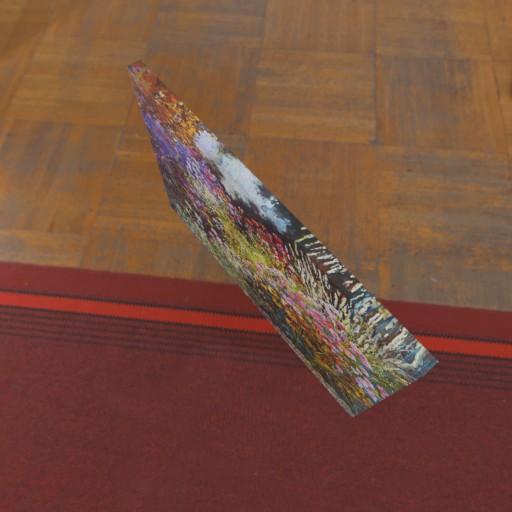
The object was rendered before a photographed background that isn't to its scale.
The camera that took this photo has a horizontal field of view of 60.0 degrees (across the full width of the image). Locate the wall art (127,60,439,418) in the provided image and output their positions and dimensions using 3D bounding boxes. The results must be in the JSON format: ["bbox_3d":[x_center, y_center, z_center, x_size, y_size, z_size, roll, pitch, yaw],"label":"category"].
[{"bbox_3d":[0.000,0.000,1.149,0.037,0.604,0.908,-36,69,-16],"label":"wall art"}]
